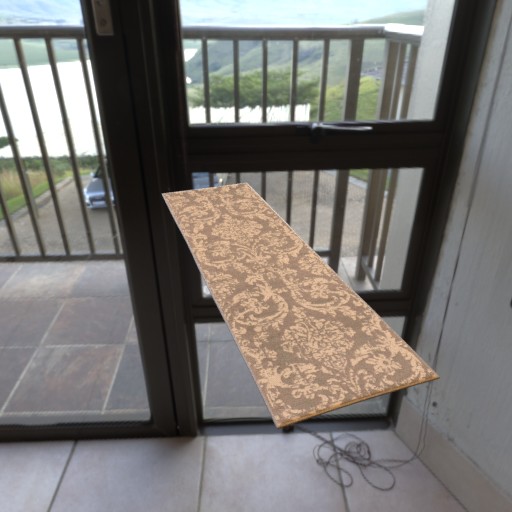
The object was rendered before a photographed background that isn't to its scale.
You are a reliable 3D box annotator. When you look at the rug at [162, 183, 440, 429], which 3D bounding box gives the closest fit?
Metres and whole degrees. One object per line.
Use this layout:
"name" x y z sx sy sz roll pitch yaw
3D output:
"rug" 0.000 0.000 2.452 0.662 0.011 2.196 -10 31 -17
